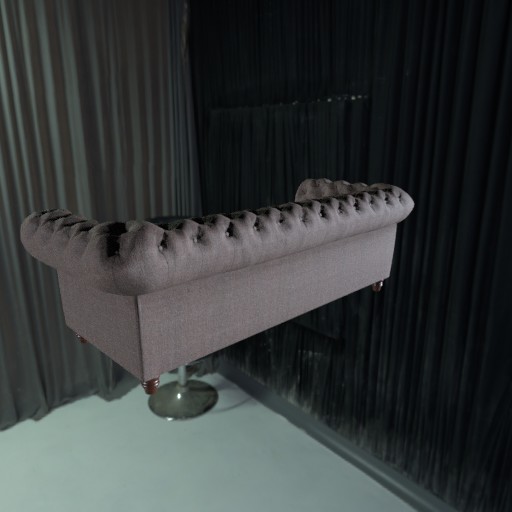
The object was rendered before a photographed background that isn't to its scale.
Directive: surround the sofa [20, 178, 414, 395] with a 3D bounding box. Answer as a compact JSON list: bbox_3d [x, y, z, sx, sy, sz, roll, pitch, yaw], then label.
[{"bbox_3d":[0.000,0.000,2.738,2.385,0.787,0.944,-15,21,-42],"label":"sofa"}]
